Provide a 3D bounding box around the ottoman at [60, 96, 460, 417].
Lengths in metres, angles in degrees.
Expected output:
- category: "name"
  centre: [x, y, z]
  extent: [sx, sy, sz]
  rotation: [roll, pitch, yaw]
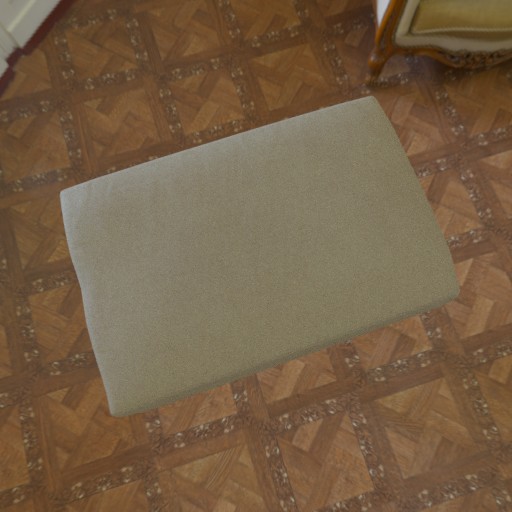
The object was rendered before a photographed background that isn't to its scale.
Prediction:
- category: "ottoman"
  centre: [0.000, 0.000, 1.214]
  extent: [0.872, 0.444, 0.590]
  rotation: [-18, 76, -5]
